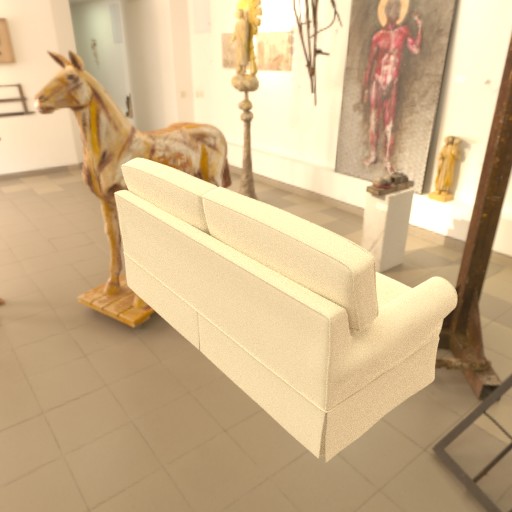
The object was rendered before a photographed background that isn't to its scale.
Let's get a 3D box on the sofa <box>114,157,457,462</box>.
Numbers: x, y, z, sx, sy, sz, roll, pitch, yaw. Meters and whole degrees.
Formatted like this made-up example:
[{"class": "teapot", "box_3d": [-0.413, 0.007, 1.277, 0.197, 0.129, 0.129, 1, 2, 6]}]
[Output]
[{"class": "sofa", "box_3d": [0.000, 0.000, 2.560, 0.862, 0.937, 2.021, -19, 31, -34]}]
